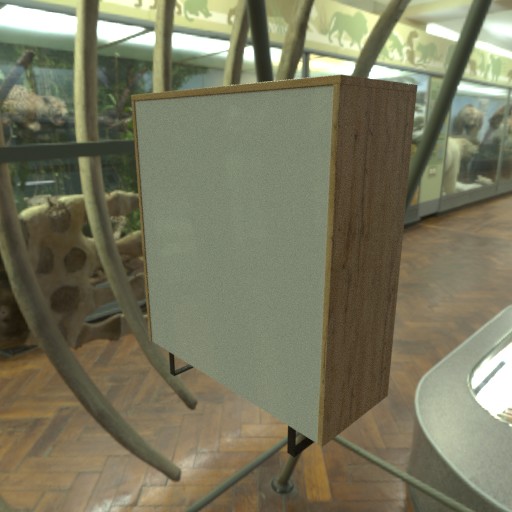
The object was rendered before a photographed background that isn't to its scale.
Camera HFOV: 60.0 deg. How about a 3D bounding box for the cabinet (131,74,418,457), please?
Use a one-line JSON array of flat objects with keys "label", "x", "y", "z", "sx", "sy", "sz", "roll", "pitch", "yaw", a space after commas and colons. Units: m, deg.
[{"label": "cabinet", "x": 0.000, "y": 0.000, "z": 1.995, "sx": 0.473, "sy": 1.397, "sz": 1.168, "roll": -15, "pitch": 22, "yaw": -42}]
